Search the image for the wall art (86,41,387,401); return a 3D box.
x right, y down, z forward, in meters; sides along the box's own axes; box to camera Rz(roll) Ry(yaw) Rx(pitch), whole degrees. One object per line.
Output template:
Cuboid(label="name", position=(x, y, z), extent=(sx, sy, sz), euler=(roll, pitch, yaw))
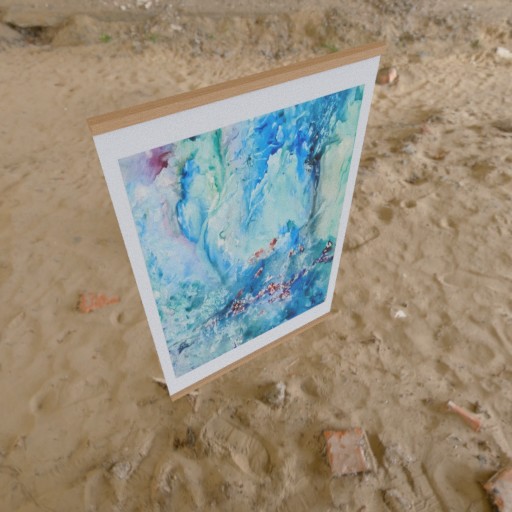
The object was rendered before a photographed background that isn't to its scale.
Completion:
Cuboid(label="wall art", position=(0.000, 0.000, 1.841), extent=(0.991, 1.510, 0.040), euler=(-24, 51, -21))
